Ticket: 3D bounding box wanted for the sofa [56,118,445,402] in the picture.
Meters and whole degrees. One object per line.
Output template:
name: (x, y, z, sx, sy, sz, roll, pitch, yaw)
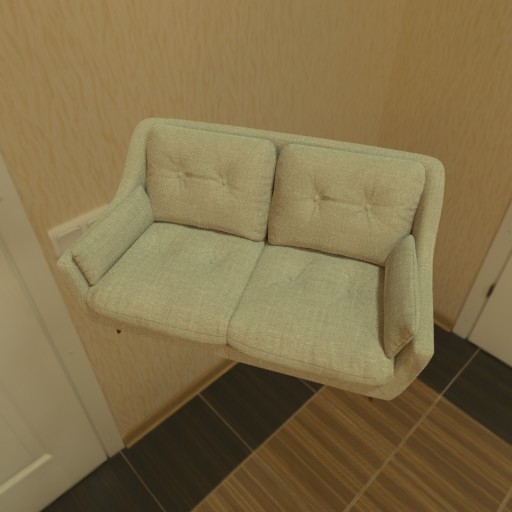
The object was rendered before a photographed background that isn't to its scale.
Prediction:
sofa: (0.000, 0.000, 2.193, 1.652, 0.888, 0.965, 12, 43, 13)
